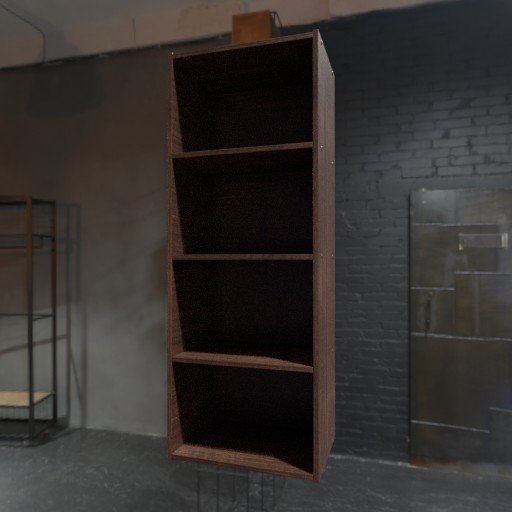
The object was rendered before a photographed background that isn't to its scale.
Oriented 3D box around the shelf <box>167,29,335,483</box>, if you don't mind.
[{"bbox_3d":[0.000,0.000,1.273,0.415,1.099,0.290,0,-1,18],"label":"shelf"}]
